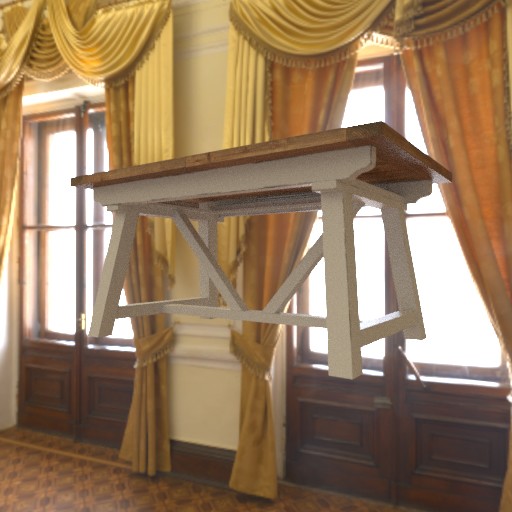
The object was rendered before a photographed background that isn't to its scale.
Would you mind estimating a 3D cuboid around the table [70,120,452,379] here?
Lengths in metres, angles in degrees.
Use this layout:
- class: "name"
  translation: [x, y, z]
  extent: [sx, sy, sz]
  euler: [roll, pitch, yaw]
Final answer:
- class: "table"
  translation: [0.000, 0.000, 2.041]
  extent: [1.503, 0.743, 0.922]
  euler: [0, -1, 35]
